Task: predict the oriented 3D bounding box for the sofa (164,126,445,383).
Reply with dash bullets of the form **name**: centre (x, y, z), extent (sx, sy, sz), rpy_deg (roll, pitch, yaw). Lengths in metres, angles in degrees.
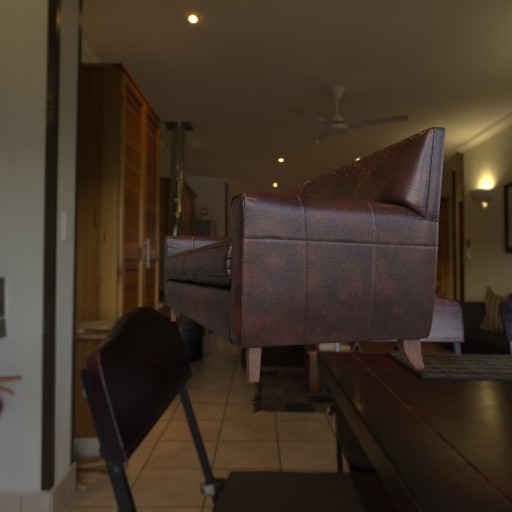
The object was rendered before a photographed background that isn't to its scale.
- **sofa**: centre (0.000, 0.000, 2.394), extent (0.786, 0.871, 1.995), rpy_deg (1, -2, -18)
